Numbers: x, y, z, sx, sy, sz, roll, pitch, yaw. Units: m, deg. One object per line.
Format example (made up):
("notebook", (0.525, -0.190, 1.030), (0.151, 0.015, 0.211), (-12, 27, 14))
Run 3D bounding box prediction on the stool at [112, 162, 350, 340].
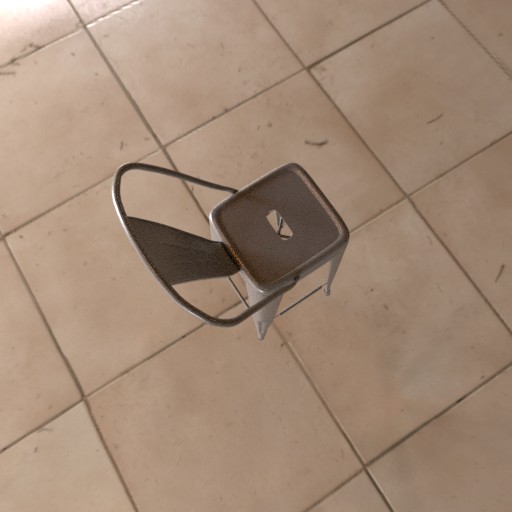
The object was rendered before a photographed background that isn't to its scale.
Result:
("stool", (0.000, 0.000, 1.354), (0.513, 1.096, 0.399), (-32, 77, -8))
